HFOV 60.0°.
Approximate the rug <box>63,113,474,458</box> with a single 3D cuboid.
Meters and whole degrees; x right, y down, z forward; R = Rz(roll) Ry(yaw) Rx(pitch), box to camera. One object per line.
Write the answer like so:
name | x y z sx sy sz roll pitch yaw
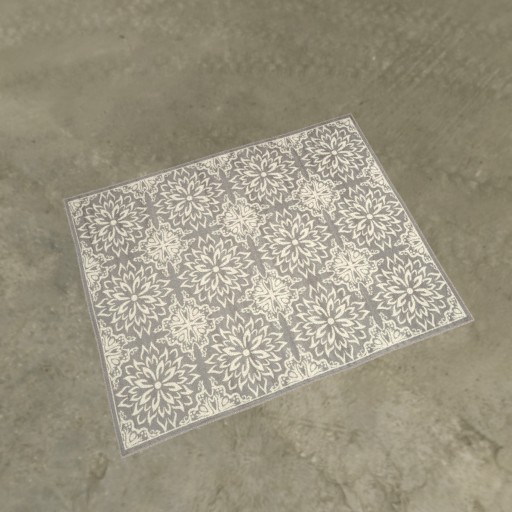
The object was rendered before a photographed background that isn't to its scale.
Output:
rug | 0.000 0.000 3.909 2.980 0.012 2.363 -19 67 -8
